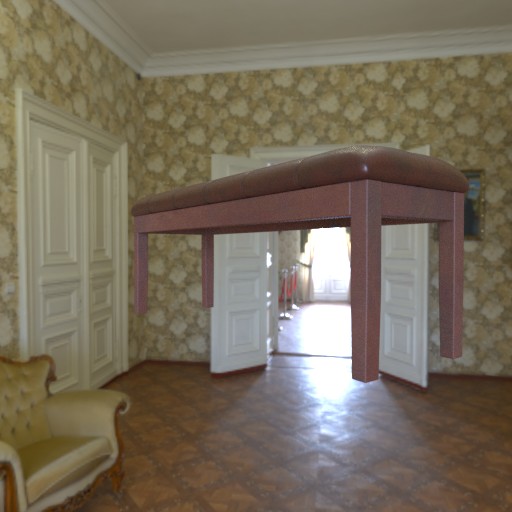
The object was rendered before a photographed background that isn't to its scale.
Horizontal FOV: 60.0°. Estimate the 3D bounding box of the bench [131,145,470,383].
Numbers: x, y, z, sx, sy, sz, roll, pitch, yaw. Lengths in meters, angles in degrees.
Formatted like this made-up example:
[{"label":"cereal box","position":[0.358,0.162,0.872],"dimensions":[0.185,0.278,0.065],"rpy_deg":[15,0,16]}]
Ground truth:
[{"label":"bench","position":[0.000,0.000,1.479],"dimensions":[0.401,0.491,1.259],"rpy_deg":[-1,1,-37]}]
